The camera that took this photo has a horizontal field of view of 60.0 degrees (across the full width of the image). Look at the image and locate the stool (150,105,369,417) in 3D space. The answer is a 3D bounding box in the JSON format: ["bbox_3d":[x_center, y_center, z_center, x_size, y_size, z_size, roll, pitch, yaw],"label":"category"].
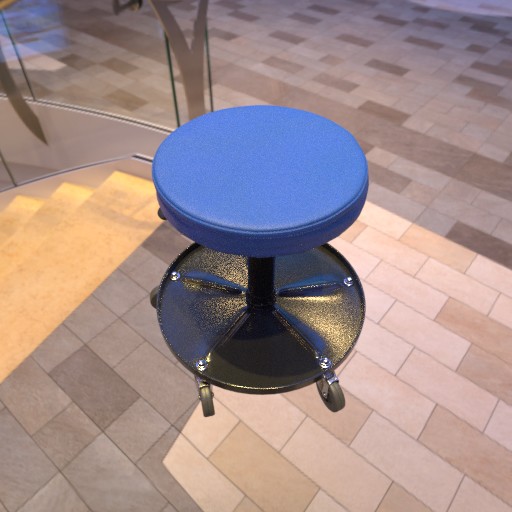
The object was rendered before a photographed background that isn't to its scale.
[{"bbox_3d":[0.000,0.000,0.684,0.382,0.365,0.381,-4,47,-4],"label":"stool"}]
